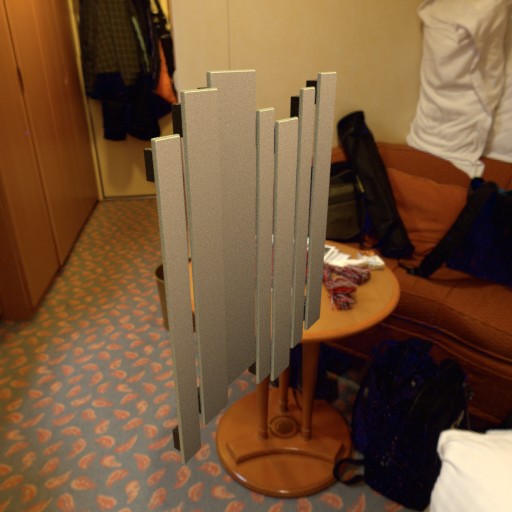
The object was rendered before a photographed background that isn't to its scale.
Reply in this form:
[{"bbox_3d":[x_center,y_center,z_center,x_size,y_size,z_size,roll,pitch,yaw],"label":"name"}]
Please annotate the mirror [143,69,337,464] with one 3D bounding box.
[{"bbox_3d":[0.000,0.000,0.787,0.058,0.611,0.445,16,29,31],"label":"mirror"}]
